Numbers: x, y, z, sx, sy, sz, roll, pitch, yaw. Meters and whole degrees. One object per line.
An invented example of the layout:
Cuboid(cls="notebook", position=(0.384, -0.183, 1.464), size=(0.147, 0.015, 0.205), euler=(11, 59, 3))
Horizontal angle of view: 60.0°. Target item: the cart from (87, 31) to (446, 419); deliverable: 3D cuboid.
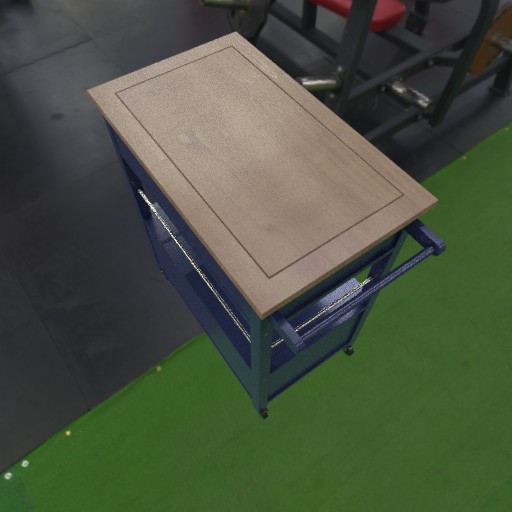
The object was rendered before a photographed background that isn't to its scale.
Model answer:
Cuboid(cls="cart", position=(0.000, 0.000, 1.389), size=(0.459, 0.901, 0.840), euler=(-31, 62, -18))
